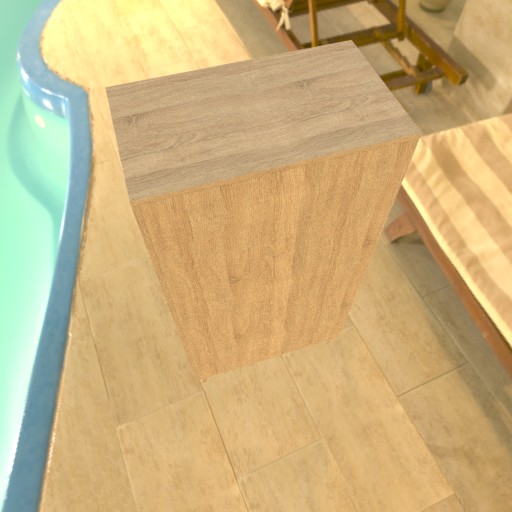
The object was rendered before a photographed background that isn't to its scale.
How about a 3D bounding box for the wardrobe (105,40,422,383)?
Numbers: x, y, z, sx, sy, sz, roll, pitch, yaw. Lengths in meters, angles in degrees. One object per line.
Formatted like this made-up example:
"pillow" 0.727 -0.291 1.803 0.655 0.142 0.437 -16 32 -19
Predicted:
"wardrobe" 0.000 0.000 2.408 1.000 1.960 0.600 -15 58 -10
